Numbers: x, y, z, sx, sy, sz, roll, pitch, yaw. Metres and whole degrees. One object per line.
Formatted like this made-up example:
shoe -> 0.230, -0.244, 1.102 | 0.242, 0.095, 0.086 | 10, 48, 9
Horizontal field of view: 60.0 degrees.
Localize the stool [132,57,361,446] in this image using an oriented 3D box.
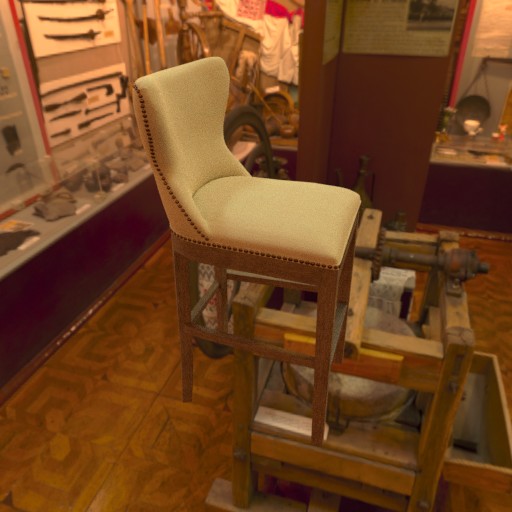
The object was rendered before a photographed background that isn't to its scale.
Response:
stool -> 0.000, 0.000, 1.436 | 0.606, 1.123, 0.494 | 10, 32, 16
